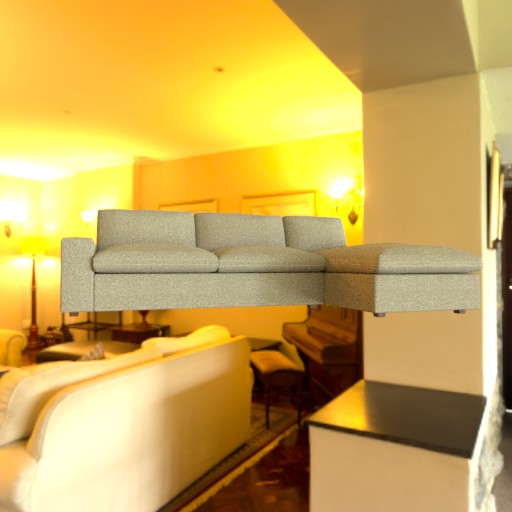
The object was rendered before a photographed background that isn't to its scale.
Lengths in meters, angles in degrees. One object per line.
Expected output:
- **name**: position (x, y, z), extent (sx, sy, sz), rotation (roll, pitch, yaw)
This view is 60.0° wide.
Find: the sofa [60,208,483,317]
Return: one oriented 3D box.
- **sofa**: position (0.000, 0.000, 3.381), extent (2.718, 0.813, 1.689), rotation (0, -1, -19)
